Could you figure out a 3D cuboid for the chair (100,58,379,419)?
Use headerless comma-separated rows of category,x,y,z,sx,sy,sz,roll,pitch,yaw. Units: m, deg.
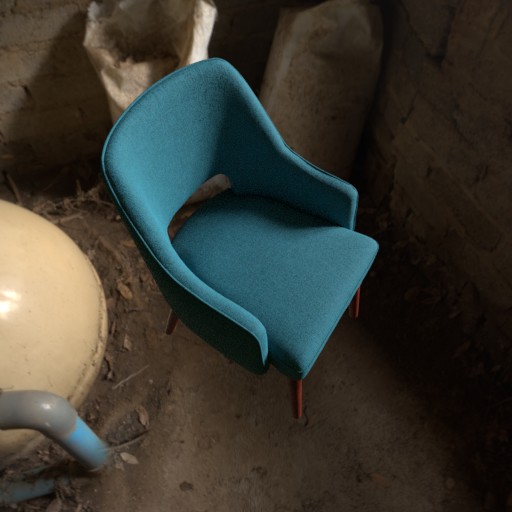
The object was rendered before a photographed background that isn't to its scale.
chair,0.000,0.000,1.243,0.605,0.849,0.548,28,62,17
